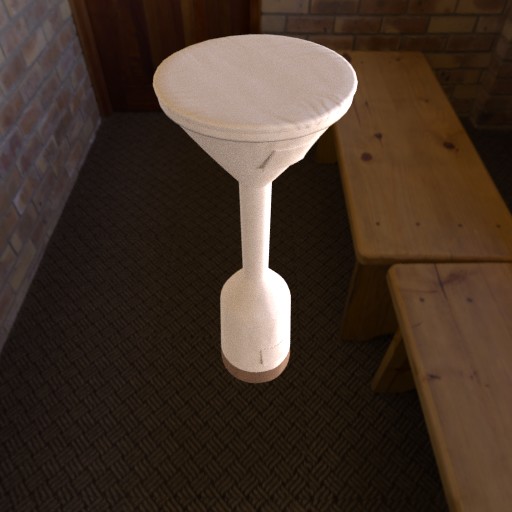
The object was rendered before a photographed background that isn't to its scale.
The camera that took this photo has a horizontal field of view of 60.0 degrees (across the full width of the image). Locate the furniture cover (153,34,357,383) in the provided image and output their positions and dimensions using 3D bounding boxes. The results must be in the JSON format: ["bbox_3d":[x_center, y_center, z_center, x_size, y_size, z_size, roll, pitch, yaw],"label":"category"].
[{"bbox_3d":[0.000,0.000,2.876,0.914,2.413,0.914,-24,52,-21],"label":"furniture cover"}]
